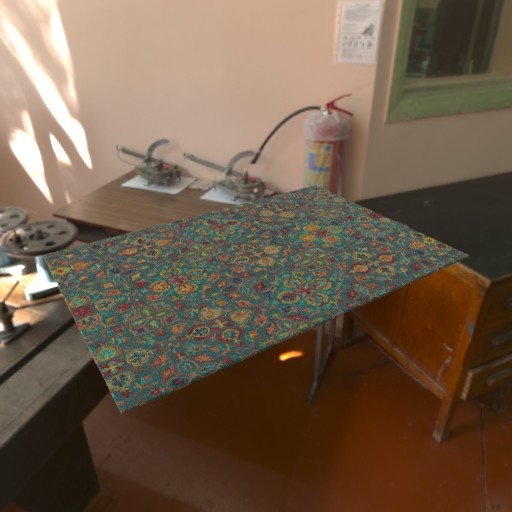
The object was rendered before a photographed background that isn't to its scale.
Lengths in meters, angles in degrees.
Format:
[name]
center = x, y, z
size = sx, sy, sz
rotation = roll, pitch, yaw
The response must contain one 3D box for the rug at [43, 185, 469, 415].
[rug]
center = 0.000, 0.000, 2.852
size = 2.290, 0.016, 1.527
rotation = -18, 34, -29
